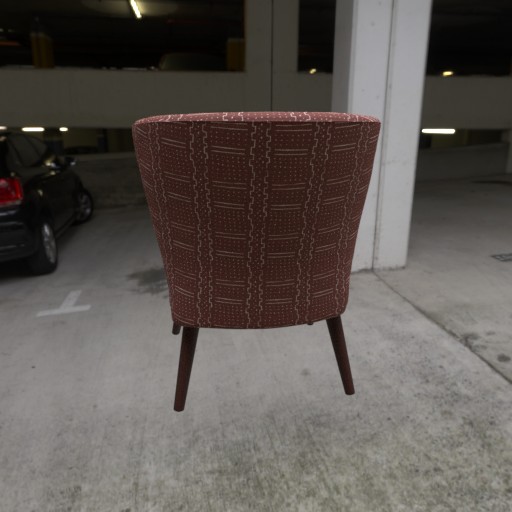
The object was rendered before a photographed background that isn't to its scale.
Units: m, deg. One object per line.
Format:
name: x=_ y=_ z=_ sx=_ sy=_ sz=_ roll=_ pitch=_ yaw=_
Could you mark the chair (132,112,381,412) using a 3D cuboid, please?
chair: x=0.000 y=0.000 z=1.430 sx=0.706 sy=0.866 sz=0.758 roll=-3 pitch=17 yaw=-9
